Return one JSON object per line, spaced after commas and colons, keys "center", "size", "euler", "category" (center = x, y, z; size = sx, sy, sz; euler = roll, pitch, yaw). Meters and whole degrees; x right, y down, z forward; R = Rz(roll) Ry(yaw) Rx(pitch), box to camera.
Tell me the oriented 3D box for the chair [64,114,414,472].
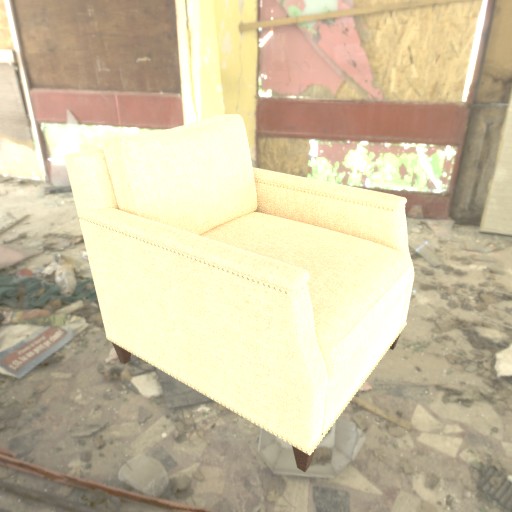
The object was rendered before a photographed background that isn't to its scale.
{"center": [0.000, 0.000, 1.734], "size": [1.041, 0.940, 0.838], "euler": [18, 32, 32], "category": "chair"}
